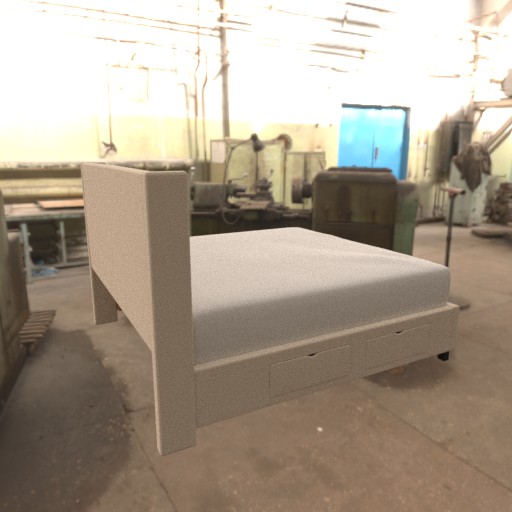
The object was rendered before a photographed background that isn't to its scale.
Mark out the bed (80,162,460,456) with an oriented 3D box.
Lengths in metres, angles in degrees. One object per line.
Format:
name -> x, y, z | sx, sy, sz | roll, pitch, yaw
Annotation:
bed -> 0.000, 0.000, 3.585 | 2.293, 1.471, 2.145 | -7, 15, -28
